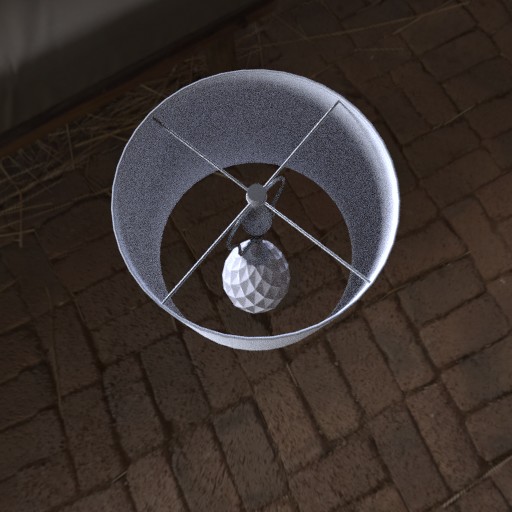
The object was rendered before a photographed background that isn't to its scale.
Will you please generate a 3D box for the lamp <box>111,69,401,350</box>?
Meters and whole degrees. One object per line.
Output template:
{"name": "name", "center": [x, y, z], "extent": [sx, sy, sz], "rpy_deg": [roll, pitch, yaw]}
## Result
{"name": "lamp", "center": [0.000, 0.000, 0.704], "extent": [0.297, 0.522, 0.297], "rpy_deg": [0, 76, 0]}
